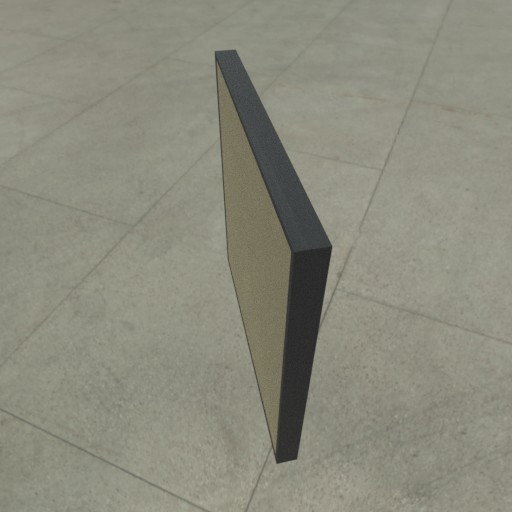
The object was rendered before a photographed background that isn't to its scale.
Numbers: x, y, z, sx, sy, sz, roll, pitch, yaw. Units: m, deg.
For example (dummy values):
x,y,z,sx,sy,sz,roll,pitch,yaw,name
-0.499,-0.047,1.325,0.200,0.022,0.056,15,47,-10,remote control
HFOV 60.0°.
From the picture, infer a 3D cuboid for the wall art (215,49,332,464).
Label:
x,y,z,sx,sy,sz,roll,pitch,yaw,name
0.000,0.000,0.765,0.037,0.507,0.509,-9,45,-9,wall art
